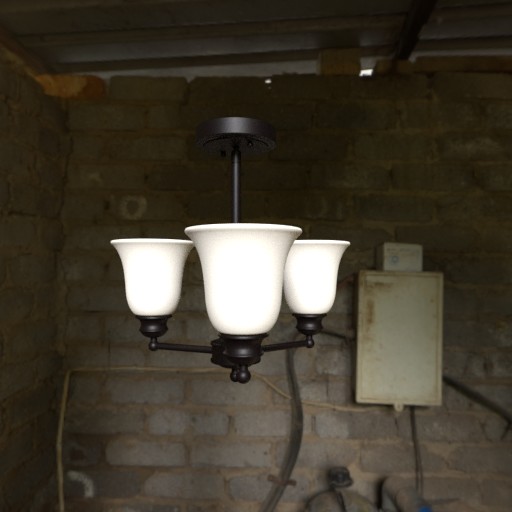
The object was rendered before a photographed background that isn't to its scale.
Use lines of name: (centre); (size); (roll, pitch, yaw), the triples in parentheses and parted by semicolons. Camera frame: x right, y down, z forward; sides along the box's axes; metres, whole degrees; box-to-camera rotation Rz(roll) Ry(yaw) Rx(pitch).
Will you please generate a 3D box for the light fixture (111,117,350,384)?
light fixture: (0.000, 0.000, 0.675); (0.354, 0.370, 0.388); (1, -2, -36)
